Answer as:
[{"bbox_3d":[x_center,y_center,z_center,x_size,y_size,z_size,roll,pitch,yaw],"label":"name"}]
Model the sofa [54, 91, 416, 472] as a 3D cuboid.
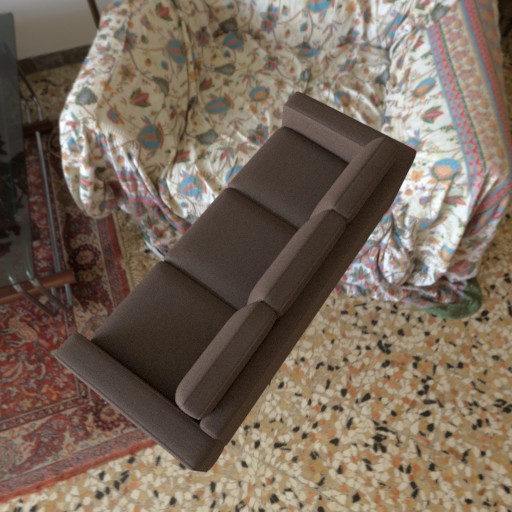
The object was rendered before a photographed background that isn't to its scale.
[{"bbox_3d":[0.000,0.000,2.566,0.900,0.806,2.160,33,68,15],"label":"sofa"}]
